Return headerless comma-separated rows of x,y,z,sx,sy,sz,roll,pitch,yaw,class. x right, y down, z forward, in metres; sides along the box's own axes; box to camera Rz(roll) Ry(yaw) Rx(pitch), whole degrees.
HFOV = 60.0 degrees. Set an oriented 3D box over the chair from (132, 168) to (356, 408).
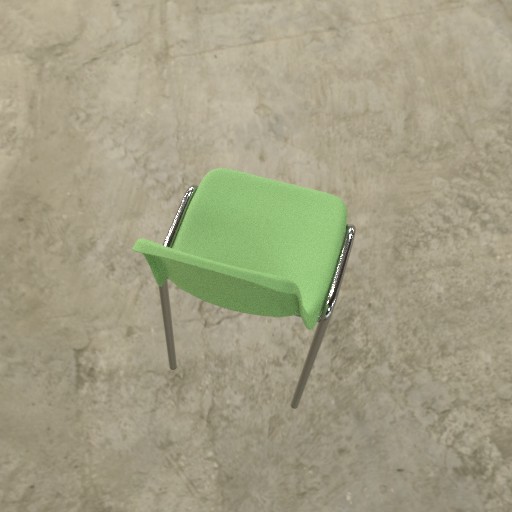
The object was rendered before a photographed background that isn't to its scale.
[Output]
0.000,0.000,0.952,0.381,0.704,0.436,15,63,8,chair
